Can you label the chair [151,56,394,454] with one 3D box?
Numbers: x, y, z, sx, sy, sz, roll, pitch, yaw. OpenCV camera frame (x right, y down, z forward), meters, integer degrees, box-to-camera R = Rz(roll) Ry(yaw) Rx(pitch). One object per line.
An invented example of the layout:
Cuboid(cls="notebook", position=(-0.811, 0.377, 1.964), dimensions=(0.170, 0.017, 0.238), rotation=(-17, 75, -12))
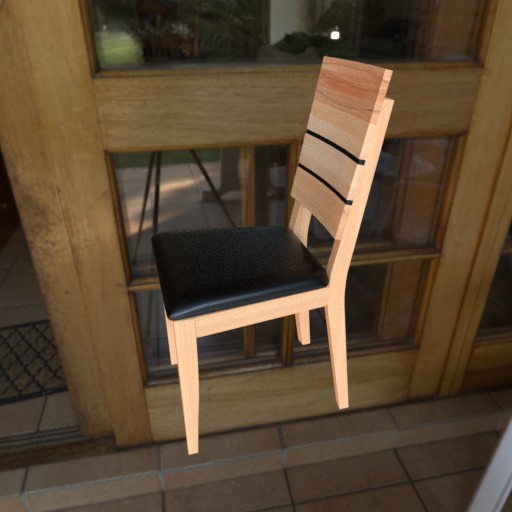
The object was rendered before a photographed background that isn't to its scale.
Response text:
Cuboid(cls="chair", position=(0.000, 0.000, 1.182), dimensions=(0.520, 0.940, 0.410), rotation=(-8, 30, -15))
